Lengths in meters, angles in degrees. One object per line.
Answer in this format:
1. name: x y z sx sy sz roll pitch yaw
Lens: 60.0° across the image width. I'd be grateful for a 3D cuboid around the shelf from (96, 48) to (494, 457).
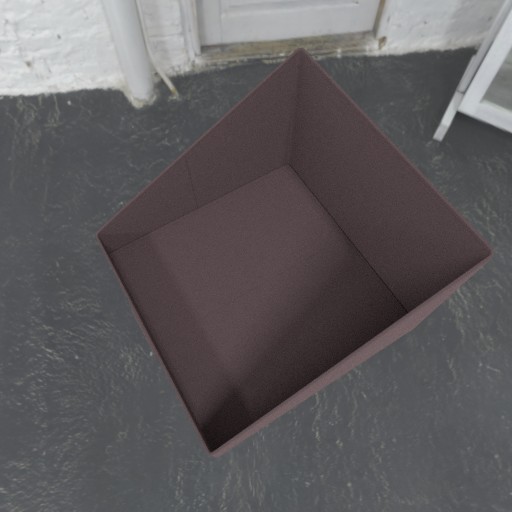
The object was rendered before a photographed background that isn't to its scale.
1. shelf: 0.000 0.000 0.482 0.292 0.210 0.292 -29 68 -13
